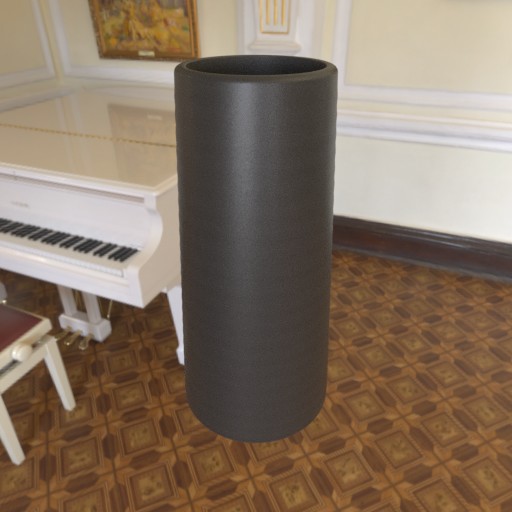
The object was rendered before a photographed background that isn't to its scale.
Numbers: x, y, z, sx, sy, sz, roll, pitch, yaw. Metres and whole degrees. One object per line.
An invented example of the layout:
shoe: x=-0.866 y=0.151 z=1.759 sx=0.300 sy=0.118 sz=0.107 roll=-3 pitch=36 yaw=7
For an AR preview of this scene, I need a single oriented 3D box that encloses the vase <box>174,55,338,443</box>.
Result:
vase: x=0.000 y=0.000 z=0.361 sx=0.136 sy=0.289 sz=0.136 roll=20 pitch=36 yaw=29
